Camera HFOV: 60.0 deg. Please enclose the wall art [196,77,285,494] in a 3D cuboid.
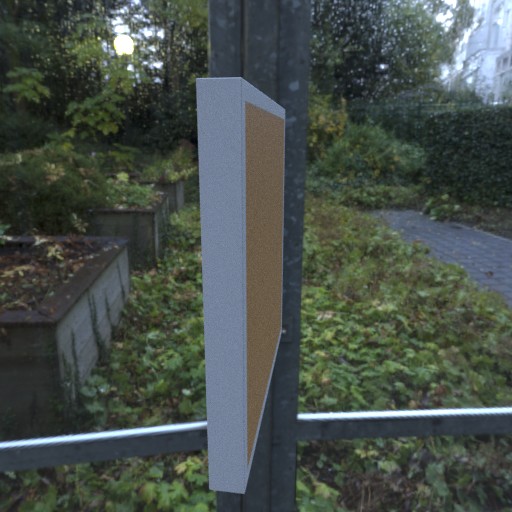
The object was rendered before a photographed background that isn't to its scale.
[{"bbox_3d":[0.000,0.000,0.607,0.038,0.406,0.406,2,15,8],"label":"wall art"}]
